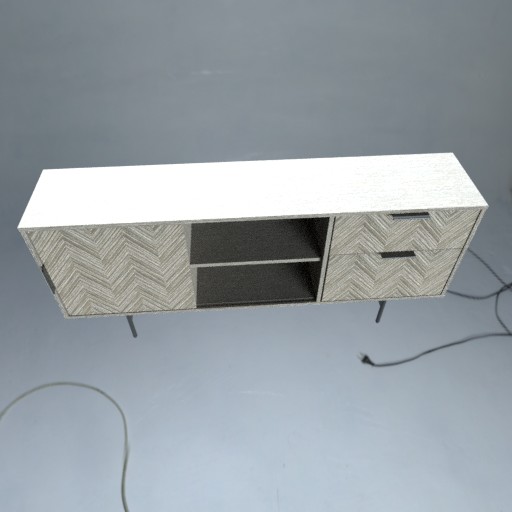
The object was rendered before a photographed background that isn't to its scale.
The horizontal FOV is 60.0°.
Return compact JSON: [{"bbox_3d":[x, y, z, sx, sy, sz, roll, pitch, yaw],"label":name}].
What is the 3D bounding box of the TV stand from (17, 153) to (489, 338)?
[{"bbox_3d":[0.000,0.000,2.093,1.804,0.787,0.405,-3,46,-3],"label":"TV stand"}]
